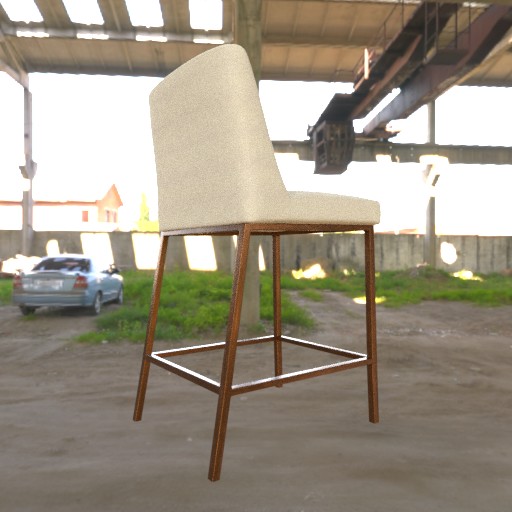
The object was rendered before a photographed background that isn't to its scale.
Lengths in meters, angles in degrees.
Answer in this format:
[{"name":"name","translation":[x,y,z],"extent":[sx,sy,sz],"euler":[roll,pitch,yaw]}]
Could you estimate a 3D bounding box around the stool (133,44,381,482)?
[{"name":"stool","translation":[0.000,0.000,1.306],"extent":[0.576,0.973,0.507],"euler":[0,0,-37]}]
